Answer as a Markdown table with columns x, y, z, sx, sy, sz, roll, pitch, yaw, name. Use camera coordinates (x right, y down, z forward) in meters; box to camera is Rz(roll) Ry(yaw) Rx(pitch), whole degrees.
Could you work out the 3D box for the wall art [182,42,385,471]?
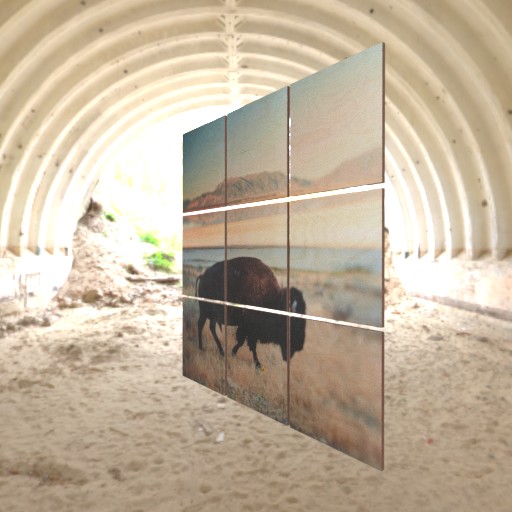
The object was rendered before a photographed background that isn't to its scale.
| x | y | z | sx | sy | sz | roll | pitch | yaw | name |
| --- | --- | --- | --- | --- | --- | --- | --- | --- | --- |
| 0.000 | 0.000 | 1.751 | 0.019 | 1.218 | 1.221 | 0 | 1 | -37 | wall art |
